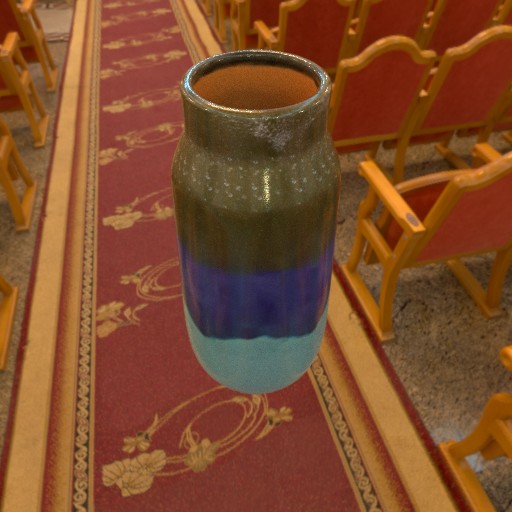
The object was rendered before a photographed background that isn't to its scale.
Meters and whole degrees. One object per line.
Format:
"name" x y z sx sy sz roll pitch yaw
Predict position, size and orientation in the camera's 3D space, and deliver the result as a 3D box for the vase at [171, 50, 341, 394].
"vase" 0.000 0.000 0.382 0.139 0.313 0.139 0 46 0
